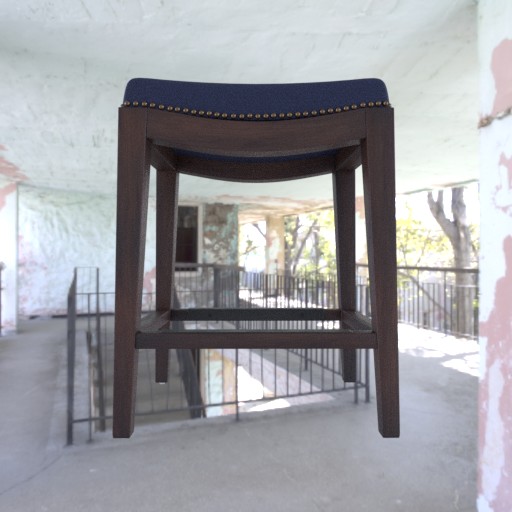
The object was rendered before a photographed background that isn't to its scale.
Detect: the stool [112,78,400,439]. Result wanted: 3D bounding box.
[{"bbox_3d":[0.000,0.000,0.948,0.500,0.642,0.361,0,0,0],"label":"stool"}]
